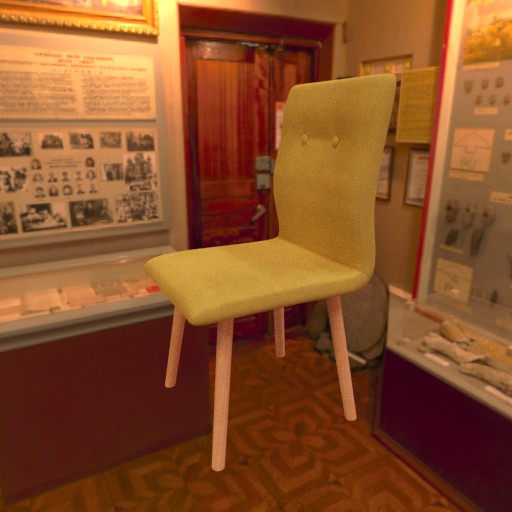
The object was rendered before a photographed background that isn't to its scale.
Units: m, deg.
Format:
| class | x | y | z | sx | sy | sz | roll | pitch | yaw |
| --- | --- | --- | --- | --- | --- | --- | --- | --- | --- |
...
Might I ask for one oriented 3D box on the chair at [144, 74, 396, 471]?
| class | x | y | z | sx | sy | sz | roll | pitch | yaw |
| --- | --- | --- | --- | --- | --- | --- | --- | --- | --- |
| chair | 0.000 | 0.000 | 1.278 | 0.550 | 0.965 | 0.450 | -9 | 19 | -26 |
